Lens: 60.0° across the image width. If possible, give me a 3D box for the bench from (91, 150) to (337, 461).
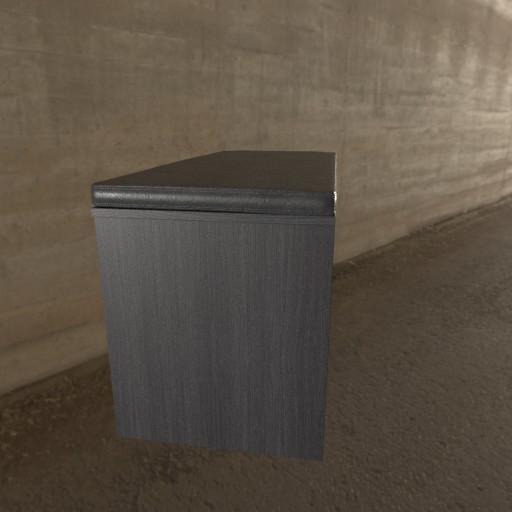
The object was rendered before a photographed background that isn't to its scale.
[{"bbox_3d":[0.000,0.000,1.188,0.401,0.501,0.905,3,17,9],"label":"bench"}]
